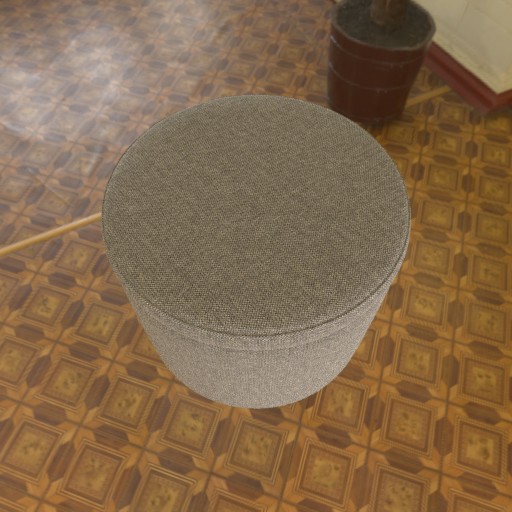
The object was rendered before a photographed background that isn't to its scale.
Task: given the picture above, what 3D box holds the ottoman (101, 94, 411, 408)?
[{"bbox_3d":[0.000,0.000,0.903,0.520,0.430,0.520,0,58,0],"label":"ottoman"}]
